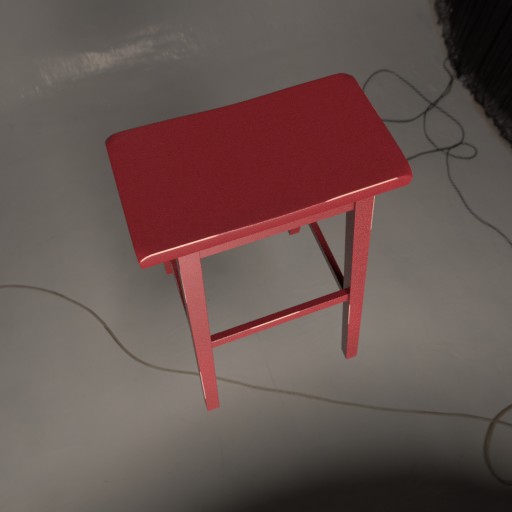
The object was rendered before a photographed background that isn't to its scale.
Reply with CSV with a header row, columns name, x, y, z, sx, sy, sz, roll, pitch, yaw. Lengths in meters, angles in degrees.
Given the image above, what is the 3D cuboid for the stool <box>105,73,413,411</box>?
name,x,y,z,sx,sy,sz,roll,pitch,yaw
stool,0.000,0.000,1.038,0.457,0.737,0.476,-18,65,-9
